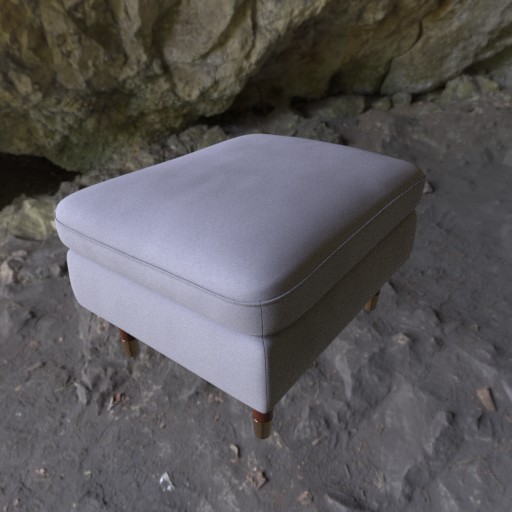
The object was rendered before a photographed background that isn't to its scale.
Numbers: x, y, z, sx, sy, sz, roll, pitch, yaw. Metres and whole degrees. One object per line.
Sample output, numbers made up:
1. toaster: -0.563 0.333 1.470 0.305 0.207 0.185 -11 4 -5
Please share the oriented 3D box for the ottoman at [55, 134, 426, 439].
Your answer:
1. ottoman: 0.000 0.000 1.113 0.593 0.478 0.747 20 35 31
